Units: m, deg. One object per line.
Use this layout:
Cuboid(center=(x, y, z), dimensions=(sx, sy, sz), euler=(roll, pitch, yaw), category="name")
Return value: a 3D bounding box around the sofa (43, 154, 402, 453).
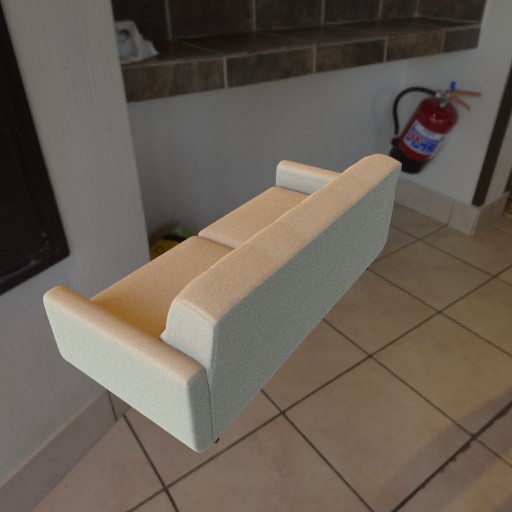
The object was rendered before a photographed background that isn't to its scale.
Cuboid(center=(0.000, 0.000, 2.649), dimensions=(0.980, 0.892, 2.137), euler=(21, 39, 29), category="sofa")
